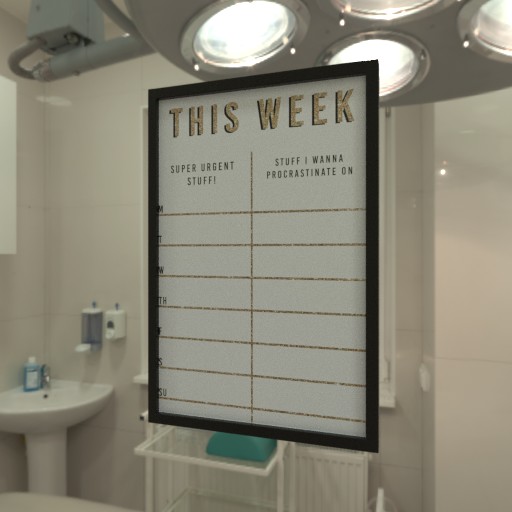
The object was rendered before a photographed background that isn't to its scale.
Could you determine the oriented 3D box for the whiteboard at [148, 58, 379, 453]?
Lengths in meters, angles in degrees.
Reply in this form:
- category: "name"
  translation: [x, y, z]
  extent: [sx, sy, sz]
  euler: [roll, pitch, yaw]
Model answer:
- category: "whiteboard"
  translation: [0.000, 0.000, 0.758]
  extent: [0.406, 0.611, 0.026]
  euler: [0, 0, 18]
